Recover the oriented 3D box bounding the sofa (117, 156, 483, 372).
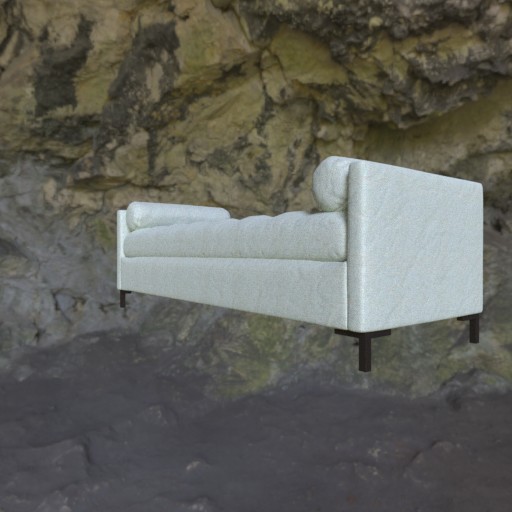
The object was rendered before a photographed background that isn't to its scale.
[{"bbox_3d":[0.000,0.000,2.404,0.796,0.705,2.102,0,1,-38],"label":"sofa"}]
